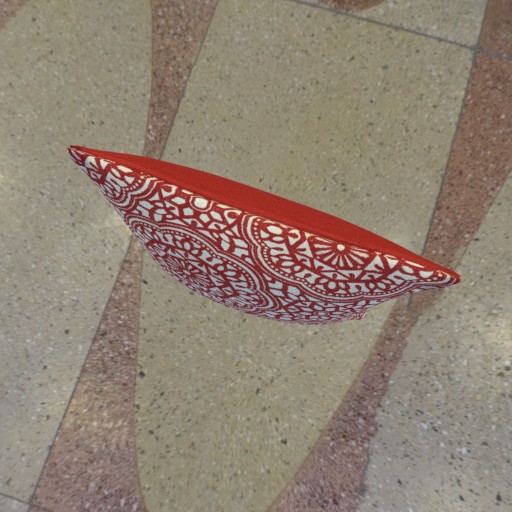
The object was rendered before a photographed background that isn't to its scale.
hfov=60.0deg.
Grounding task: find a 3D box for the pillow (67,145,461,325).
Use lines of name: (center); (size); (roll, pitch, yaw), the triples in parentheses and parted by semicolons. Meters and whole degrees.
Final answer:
pillow: (0.000, 0.000, 0.663); (0.438, 0.419, 0.162); (19, 77, 4)
